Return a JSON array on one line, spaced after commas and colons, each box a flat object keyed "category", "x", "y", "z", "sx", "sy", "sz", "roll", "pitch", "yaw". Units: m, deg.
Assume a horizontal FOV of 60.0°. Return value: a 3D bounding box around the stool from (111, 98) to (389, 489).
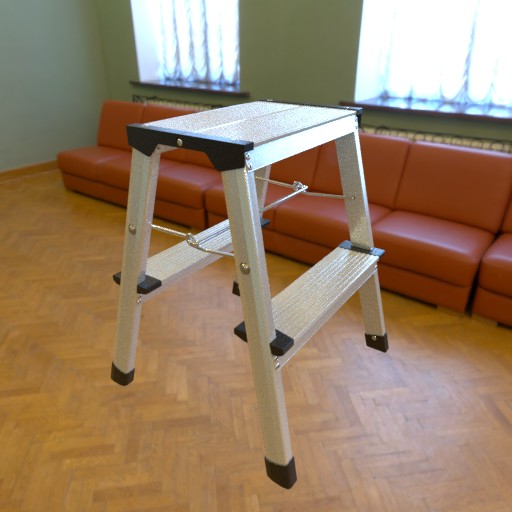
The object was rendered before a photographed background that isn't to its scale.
[{"category": "stool", "x": 0.000, "y": 0.000, "z": 0.783, "sx": 0.405, "sy": 0.480, "sz": 0.404, "roll": 18, "pitch": 32, "yaw": 31}]
